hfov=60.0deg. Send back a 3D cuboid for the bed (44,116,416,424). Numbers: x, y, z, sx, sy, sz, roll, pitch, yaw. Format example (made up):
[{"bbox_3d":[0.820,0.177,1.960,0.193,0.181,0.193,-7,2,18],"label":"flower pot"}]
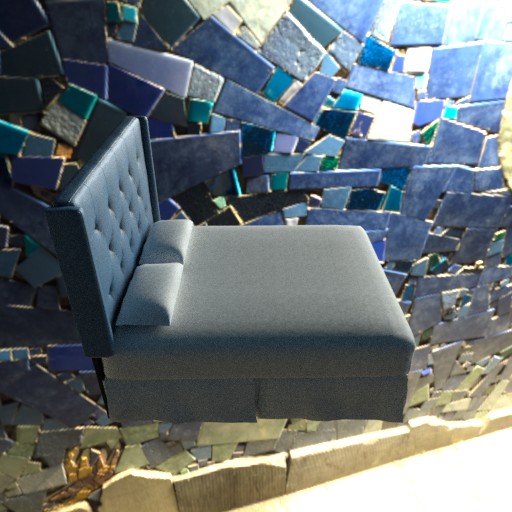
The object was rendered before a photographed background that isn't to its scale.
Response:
[{"bbox_3d":[0.000,0.000,3.297,2.078,1.665,1.719,-1,32,-1],"label":"bed"}]
